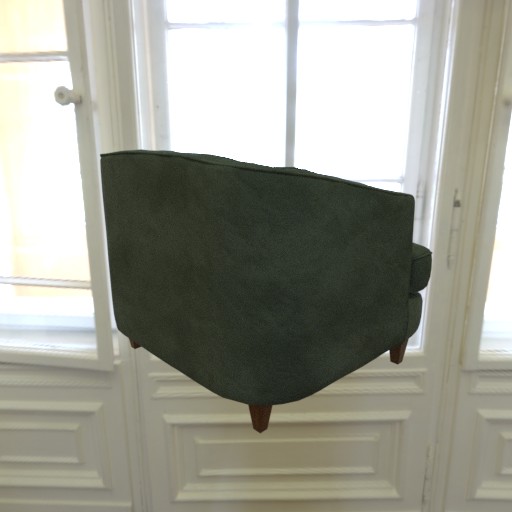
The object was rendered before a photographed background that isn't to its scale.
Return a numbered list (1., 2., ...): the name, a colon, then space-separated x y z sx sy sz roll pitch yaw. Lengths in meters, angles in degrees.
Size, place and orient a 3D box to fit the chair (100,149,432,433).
1. chair: 0.000 0.000 1.799 0.941 0.852 1.104 -14 21 -42
